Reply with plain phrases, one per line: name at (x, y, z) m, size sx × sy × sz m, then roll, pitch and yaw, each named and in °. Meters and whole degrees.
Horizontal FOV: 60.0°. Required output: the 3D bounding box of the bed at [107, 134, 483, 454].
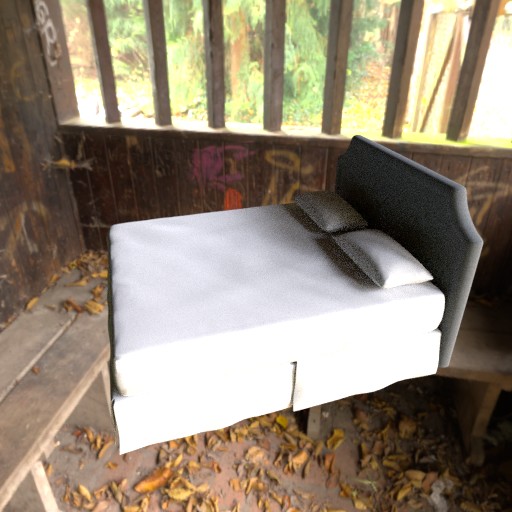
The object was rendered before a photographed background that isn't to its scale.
bed at (0.000, 0.000, 3.241) m, size 2.259 × 1.296 × 1.811 m, roll -8°, pitch 31°, yaw -15°
